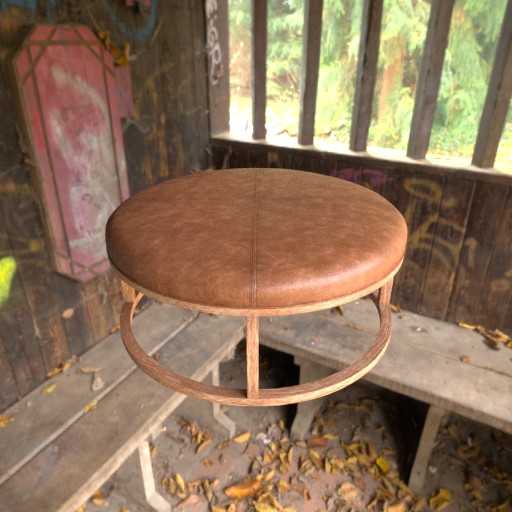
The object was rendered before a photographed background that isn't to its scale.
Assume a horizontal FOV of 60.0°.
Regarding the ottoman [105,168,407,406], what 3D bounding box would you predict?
[{"bbox_3d":[0.000,0.000,1.592,1.006,0.445,1.006,0,27,0],"label":"ottoman"}]
